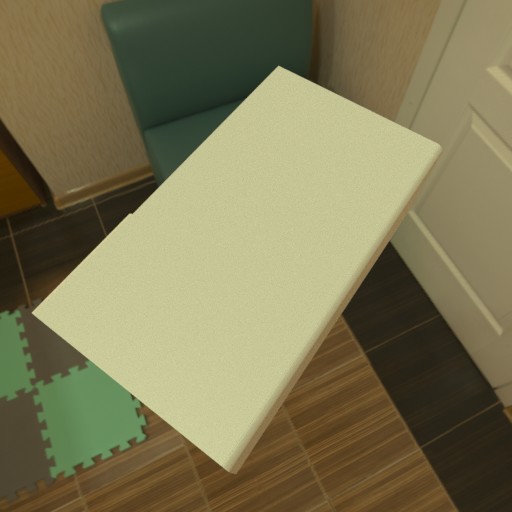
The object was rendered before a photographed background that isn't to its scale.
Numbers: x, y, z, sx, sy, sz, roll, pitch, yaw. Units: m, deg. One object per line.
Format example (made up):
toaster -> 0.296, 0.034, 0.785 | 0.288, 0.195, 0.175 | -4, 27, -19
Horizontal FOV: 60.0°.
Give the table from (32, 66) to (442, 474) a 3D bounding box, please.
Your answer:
table -> 0.000, 0.000, 1.433 | 0.639, 0.442, 1.097 | 32, 68, 15
